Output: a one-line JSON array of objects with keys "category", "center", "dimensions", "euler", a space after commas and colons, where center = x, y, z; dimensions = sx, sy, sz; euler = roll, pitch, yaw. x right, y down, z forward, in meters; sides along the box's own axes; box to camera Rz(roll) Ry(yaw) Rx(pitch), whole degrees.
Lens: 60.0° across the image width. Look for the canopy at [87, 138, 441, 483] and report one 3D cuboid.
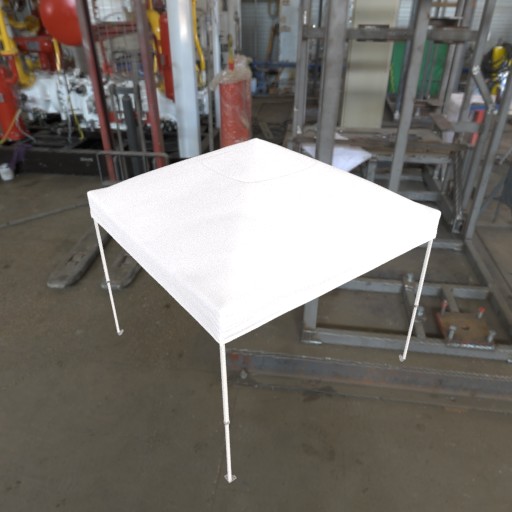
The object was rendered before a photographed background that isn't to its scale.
[{"category": "canopy", "center": [0.000, 0.000, 5.597], "dimensions": [2.998, 2.997, 2.996], "euler": [-22, 37, -31]}]
